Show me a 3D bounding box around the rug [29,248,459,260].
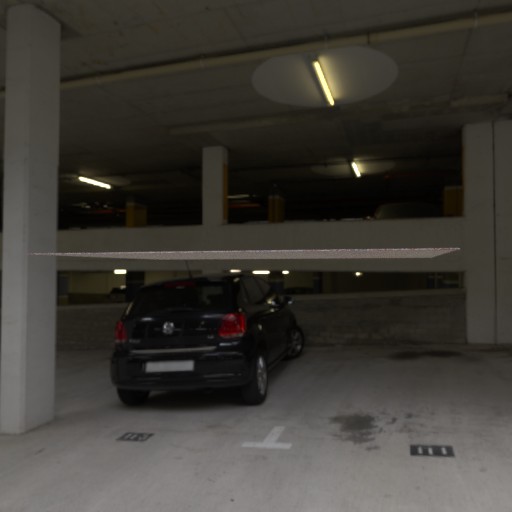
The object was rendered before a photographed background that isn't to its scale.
[{"bbox_3d":[0.000,0.000,2.352,1.829,0.005,1.219,-1,-2,17],"label":"rug"}]
